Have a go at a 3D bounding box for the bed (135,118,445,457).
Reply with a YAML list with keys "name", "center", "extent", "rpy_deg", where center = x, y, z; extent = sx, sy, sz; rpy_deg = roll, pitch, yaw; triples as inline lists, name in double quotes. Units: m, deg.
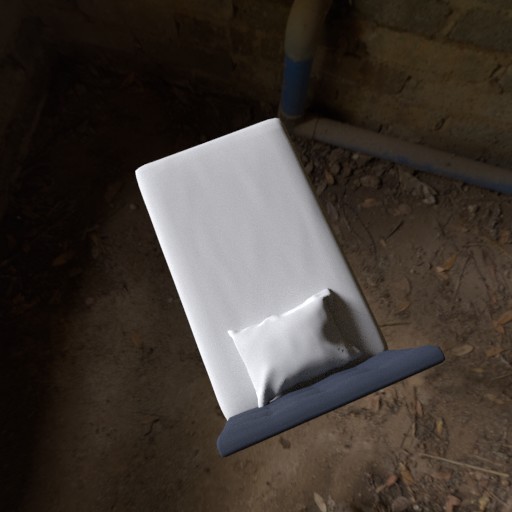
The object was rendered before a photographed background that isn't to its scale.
- name: "bed"
  center: [0.000, 0.000, 2.993]
  extent: [1.261, 1.571, 1.997]
  rpy_deg: [-22, 77, -5]
